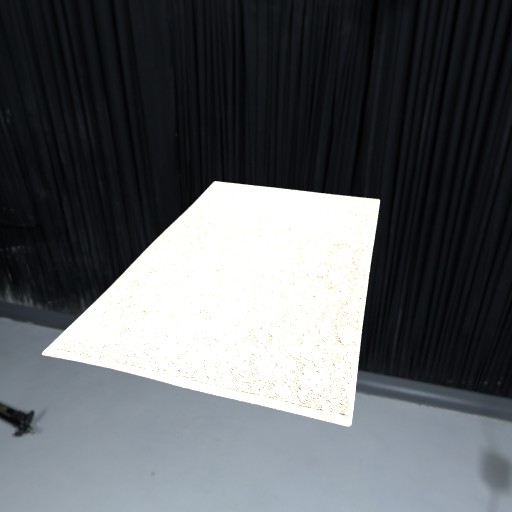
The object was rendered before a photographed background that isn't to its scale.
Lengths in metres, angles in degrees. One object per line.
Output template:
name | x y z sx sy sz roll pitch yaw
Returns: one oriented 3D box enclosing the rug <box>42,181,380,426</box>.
rug | 0.000 0.000 3.024 1.529 0.012 2.435 8 32 14
